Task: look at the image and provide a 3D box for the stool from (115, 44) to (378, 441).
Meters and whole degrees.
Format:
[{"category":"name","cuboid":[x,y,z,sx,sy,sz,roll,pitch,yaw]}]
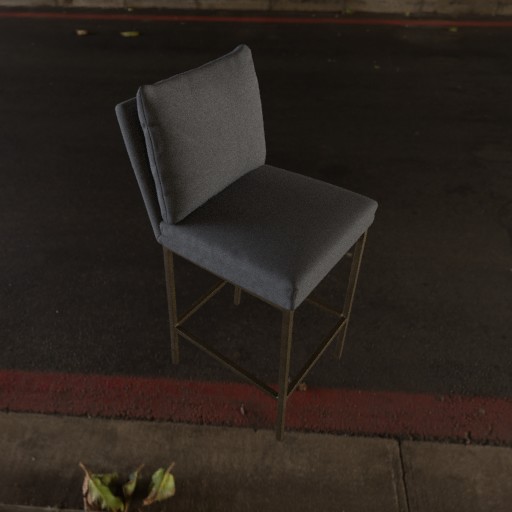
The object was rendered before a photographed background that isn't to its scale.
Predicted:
[{"category":"stool","cuboid":[0.000,0.000,1.425,0.569,1.130,0.463,26,47,26]}]
